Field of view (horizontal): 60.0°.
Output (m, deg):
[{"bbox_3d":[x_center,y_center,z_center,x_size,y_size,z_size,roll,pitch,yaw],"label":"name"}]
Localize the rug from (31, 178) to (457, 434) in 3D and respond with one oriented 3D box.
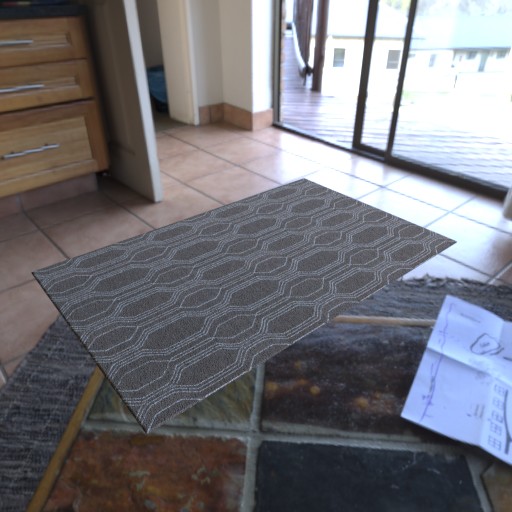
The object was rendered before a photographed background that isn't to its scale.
[{"bbox_3d":[0.000,0.000,2.992,2.457,0.012,1.541,-24,39,-33],"label":"rug"}]
